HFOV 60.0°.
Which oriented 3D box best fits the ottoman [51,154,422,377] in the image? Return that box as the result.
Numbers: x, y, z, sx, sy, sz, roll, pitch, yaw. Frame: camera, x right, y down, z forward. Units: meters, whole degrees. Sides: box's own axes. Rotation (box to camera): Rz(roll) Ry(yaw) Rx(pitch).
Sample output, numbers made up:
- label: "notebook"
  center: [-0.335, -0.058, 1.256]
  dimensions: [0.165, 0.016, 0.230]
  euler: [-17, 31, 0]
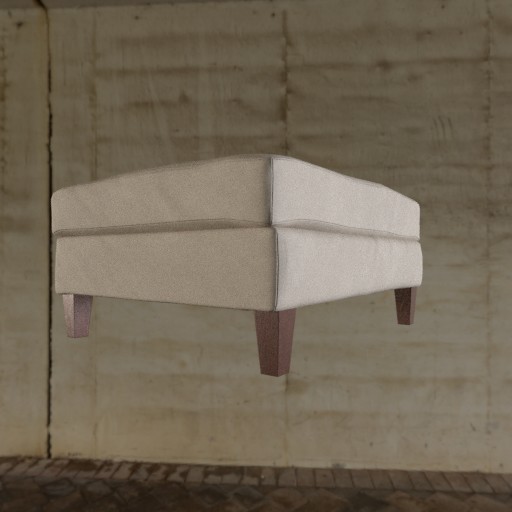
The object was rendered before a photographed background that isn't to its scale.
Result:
- label: "ottoman"
  center: [0.000, 0.000, 1.481]
  dimensions: [0.836, 0.492, 1.002]
  euler: [0, 0, 36]
